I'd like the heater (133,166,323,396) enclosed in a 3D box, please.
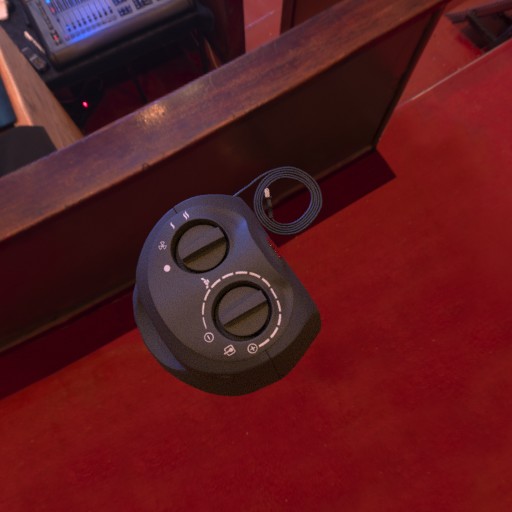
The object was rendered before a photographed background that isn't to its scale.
[{"bbox_3d":[0.000,0.000,0.472,0.291,0.240,0.239,-32,78,-8],"label":"heater"}]
